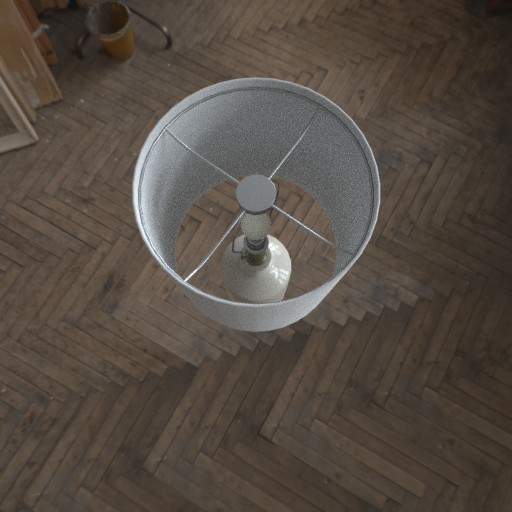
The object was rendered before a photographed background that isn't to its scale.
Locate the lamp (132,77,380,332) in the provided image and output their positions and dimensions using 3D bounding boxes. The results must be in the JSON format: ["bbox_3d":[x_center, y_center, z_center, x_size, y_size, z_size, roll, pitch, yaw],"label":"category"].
[{"bbox_3d":[0.000,0.000,0.591,0.207,0.461,0.207,35,78,9],"label":"lamp"}]
